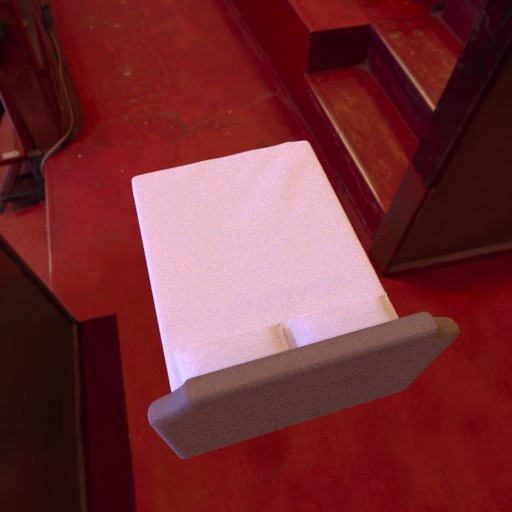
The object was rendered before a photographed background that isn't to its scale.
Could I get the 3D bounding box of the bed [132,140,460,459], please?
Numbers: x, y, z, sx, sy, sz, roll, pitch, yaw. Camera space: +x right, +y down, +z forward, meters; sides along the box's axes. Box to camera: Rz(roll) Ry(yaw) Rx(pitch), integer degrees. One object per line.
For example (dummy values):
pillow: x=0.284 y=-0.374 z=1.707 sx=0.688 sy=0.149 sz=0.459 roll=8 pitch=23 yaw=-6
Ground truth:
bed: x=0.000 y=0.000 z=3.154 sx=1.693 sy=1.290 sz=2.116 roll=-14 pitch=59 yaw=-9
